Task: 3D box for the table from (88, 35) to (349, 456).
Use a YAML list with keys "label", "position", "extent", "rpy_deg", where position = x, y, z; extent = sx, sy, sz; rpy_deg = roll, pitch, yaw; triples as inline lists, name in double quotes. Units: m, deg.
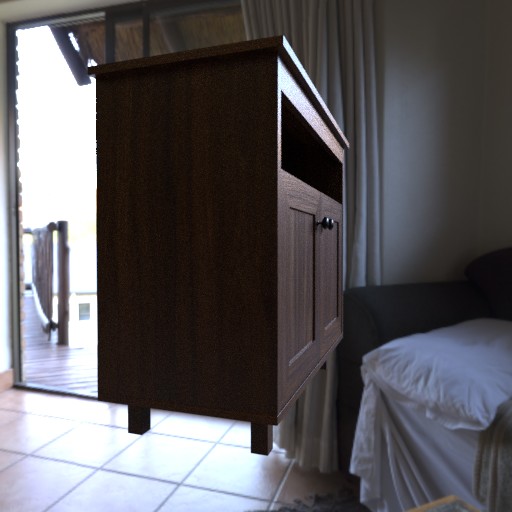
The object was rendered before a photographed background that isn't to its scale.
- label: "table"
  position: [0.000, 0.000, 1.153]
  extent: [0.390, 0.725, 0.802]
  rpy_deg: [0, 1, 19]
